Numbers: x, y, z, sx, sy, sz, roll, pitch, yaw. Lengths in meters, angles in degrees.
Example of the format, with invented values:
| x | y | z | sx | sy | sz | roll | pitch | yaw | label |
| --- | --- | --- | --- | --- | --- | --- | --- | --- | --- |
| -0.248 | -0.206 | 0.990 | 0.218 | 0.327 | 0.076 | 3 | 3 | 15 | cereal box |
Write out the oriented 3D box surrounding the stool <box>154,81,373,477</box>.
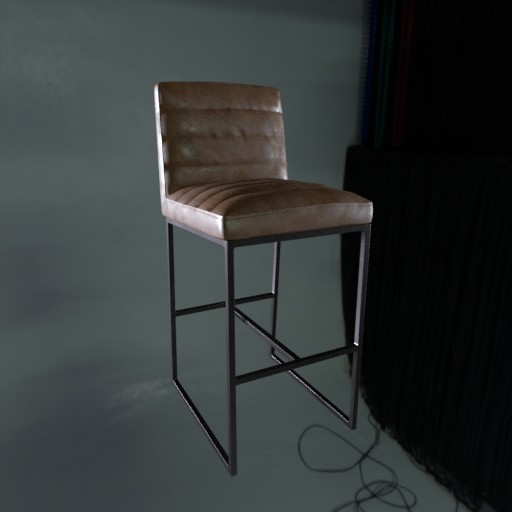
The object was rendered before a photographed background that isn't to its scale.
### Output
| x | y | z | sx | sy | sz | roll | pitch | yaw | label |
| --- | --- | --- | --- | --- | --- | --- | --- | --- | --- |
| 0.000 | 0.000 | 1.395 | 0.463 | 1.065 | 0.562 | -8 | 18 | -27 | stool |
